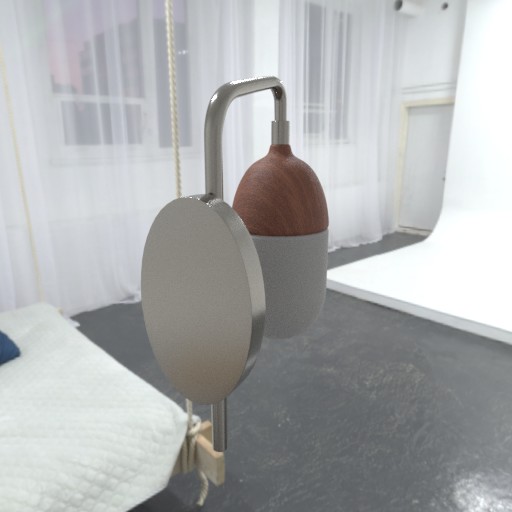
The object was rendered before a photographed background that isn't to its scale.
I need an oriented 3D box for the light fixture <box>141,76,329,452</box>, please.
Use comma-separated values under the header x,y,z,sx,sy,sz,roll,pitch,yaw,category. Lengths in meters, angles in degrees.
x,y,z,sx,sy,sz,roll,pitch,yaw,category
0.000,0.000,0.442,0.108,0.343,0.216,8,16,27,light fixture
